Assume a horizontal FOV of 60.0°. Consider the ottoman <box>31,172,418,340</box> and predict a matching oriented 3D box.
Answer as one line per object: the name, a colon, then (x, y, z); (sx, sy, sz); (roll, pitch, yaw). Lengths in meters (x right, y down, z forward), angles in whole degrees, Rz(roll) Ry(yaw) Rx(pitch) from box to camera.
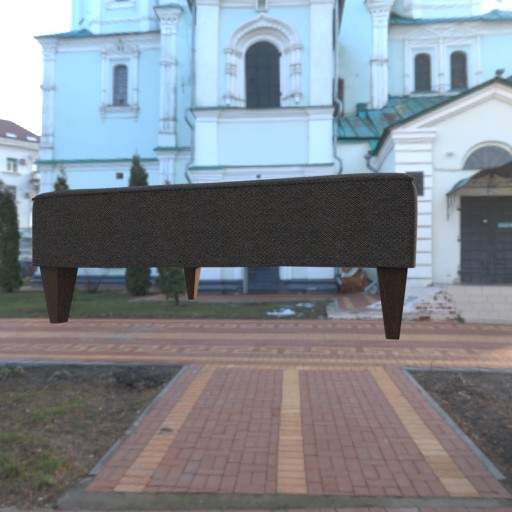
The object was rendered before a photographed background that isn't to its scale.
ottoman: (0.000, 0.000, 1.495); (0.981, 0.378, 0.970); (0, -1, 17)
